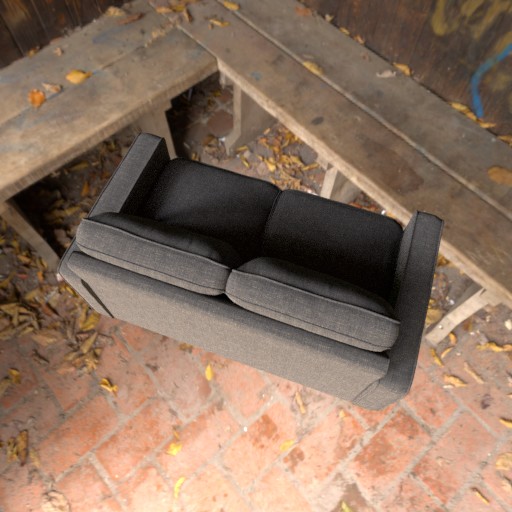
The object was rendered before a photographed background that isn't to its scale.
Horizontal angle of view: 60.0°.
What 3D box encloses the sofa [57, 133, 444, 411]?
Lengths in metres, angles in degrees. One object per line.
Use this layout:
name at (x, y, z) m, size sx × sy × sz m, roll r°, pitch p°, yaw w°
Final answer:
sofa at (0.000, 0.000, 2.287) m, size 1.709 × 0.918 × 0.947 m, roll 18°, pitch 65°, yaw 9°
